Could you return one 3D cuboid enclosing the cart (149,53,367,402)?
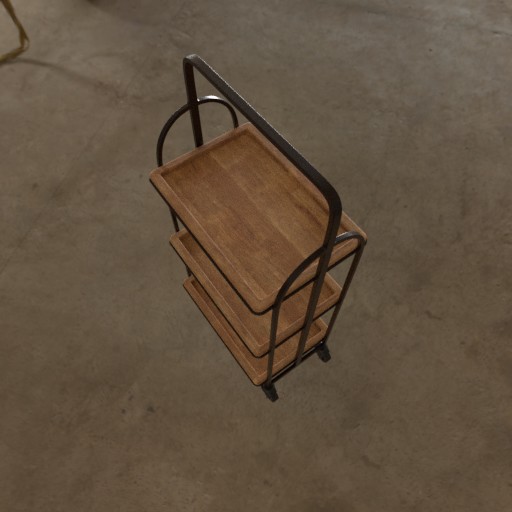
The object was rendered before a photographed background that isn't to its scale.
[{"bbox_3d":[0.000,0.000,1.246,0.327,1.001,0.553,-32,65,-17],"label":"cart"}]
